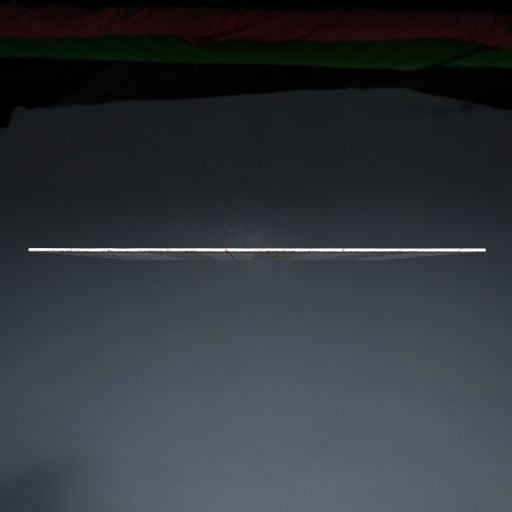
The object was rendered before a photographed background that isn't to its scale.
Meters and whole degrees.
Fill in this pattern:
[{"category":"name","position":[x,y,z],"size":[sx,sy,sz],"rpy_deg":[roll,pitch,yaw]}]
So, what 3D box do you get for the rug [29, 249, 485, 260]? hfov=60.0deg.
[{"category":"rug","position":[0.000,0.000,4.029],"size":[2.959,0.016,2.317],"rpy_deg":[0,-2,-1]}]
